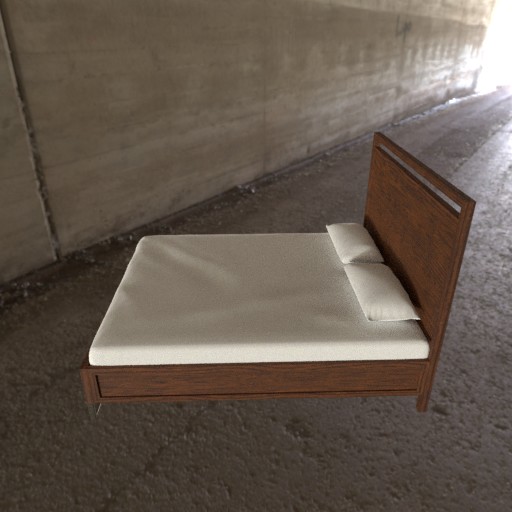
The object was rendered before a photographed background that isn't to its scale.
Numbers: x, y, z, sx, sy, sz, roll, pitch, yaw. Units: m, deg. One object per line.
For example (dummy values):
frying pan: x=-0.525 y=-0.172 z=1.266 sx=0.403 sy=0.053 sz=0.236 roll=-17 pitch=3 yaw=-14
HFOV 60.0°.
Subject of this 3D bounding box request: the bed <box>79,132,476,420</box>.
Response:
bed: x=0.000 y=0.000 z=3.375 sx=2.218 sy=1.487 sz=1.765 roll=-1 pitch=27 yaw=-2
